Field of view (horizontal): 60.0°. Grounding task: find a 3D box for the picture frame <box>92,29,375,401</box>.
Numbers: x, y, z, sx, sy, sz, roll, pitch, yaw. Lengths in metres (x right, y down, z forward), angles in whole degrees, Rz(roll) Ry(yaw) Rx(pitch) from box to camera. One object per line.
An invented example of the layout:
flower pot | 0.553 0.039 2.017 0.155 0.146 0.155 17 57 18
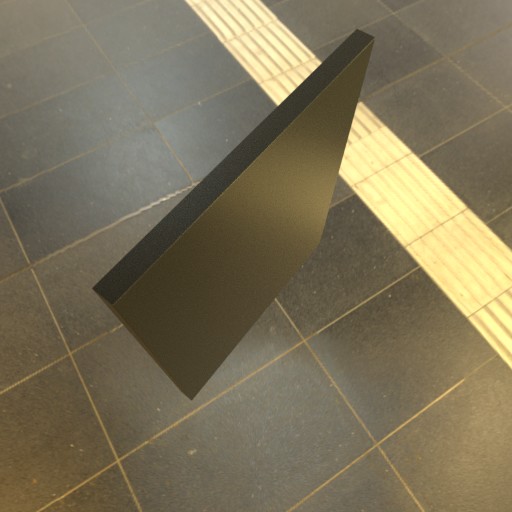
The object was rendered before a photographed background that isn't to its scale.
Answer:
picture frame | 0.000 0.000 0.738 0.028 0.556 0.460 35 68 16
